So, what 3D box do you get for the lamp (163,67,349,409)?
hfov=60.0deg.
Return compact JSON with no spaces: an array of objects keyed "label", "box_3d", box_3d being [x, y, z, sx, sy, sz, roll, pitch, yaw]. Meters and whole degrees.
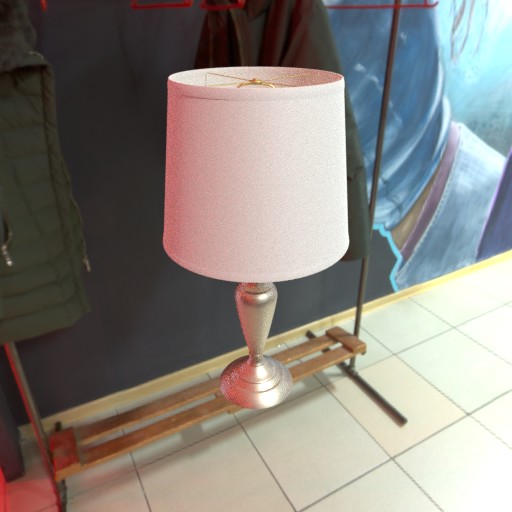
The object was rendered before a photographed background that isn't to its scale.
[{"label":"lamp","box_3d":[0.000,0.000,0.817,0.328,0.619,0.328,0,29,0]}]
